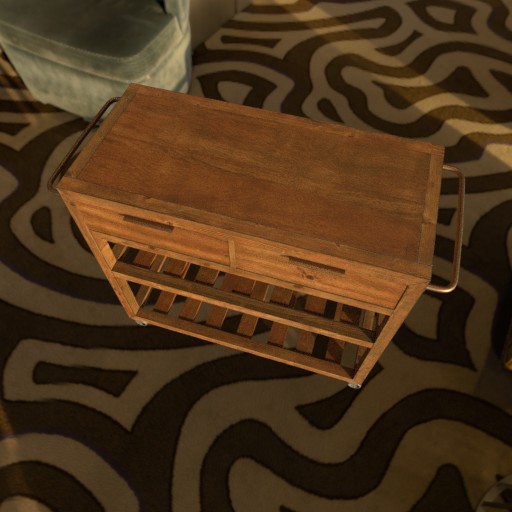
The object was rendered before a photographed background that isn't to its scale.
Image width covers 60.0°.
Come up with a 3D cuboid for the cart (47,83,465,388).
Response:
[{"bbox_3d":[0.000,0.000,1.481,1.065,0.830,0.445,14,58,9],"label":"cart"}]
